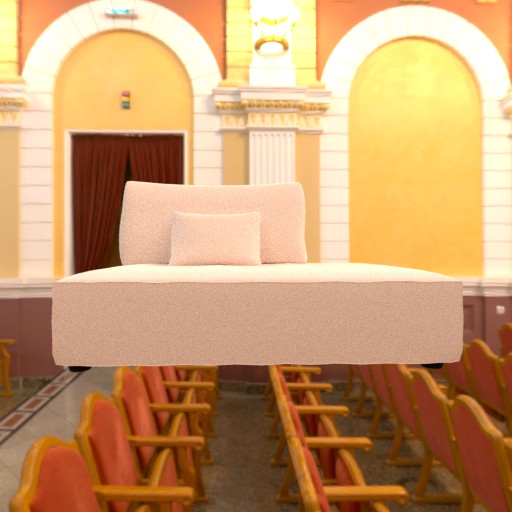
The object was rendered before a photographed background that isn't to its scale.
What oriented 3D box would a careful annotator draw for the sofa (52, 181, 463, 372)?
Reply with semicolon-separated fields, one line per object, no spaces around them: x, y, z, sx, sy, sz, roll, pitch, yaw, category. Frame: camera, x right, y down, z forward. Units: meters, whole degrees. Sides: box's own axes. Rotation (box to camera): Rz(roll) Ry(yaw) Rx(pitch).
0.000;0.000;2.051;1.450;0.820;1.000;0;1;-2;sofa
